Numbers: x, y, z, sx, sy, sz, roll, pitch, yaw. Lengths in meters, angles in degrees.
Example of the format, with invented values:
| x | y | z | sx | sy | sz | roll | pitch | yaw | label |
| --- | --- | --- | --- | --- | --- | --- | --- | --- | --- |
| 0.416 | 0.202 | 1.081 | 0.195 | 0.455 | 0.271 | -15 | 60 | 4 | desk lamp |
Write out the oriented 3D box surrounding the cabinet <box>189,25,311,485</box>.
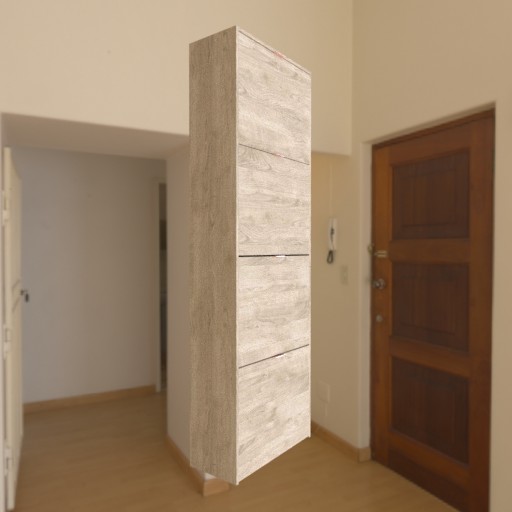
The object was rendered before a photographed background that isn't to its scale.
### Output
| x | y | z | sx | sy | sz | roll | pitch | yaw | label |
| --- | --- | --- | --- | --- | --- | --- | --- | --- | --- |
| 0.000 | 0.000 | 1.842 | 0.250 | 1.630 | 0.520 | 1 | 1 | 37 | cabinet |
